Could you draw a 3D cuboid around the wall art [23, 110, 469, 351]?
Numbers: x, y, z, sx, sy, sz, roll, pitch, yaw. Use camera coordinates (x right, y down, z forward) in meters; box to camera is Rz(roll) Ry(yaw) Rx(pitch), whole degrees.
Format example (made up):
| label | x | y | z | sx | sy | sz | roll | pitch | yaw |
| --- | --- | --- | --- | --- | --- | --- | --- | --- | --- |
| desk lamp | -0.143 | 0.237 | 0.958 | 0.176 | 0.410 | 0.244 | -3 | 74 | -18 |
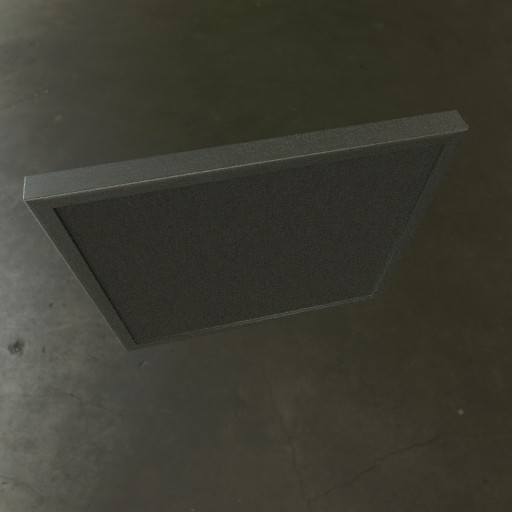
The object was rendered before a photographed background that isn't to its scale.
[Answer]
| label | x | y | z | sx | sy | sz | roll | pitch | yaw |
| --- | --- | --- | --- | --- | --- | --- | --- | --- | --- |
| wall art | 0.000 | 0.000 | 0.516 | 0.380 | 0.330 | 0.028 | -11 | 58 | -7 |
